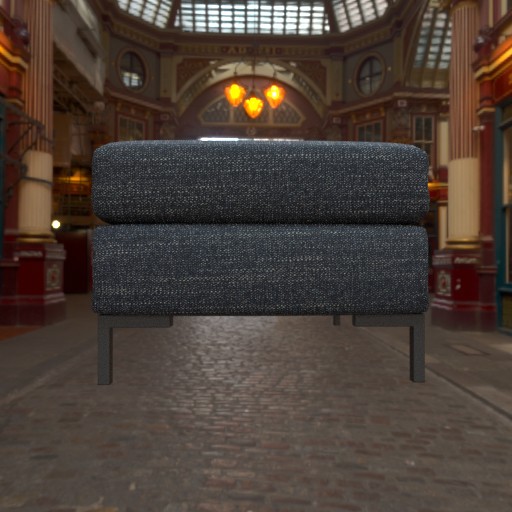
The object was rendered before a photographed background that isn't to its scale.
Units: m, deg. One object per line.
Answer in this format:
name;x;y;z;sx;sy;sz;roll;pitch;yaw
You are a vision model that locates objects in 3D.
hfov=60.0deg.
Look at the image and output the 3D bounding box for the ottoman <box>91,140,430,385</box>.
ottoman;0.000;0.000;1.221;0.667;0.491;0.814;0;-1;-2
